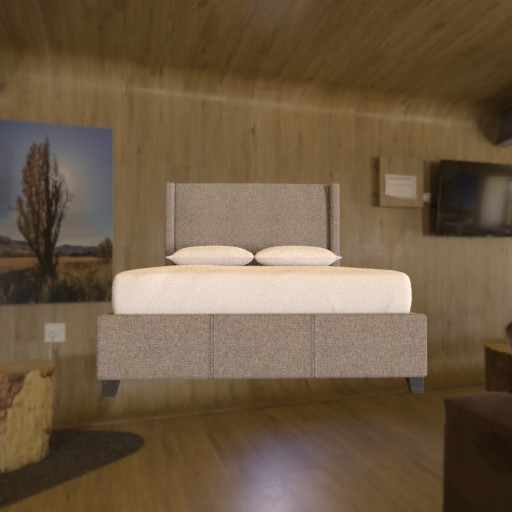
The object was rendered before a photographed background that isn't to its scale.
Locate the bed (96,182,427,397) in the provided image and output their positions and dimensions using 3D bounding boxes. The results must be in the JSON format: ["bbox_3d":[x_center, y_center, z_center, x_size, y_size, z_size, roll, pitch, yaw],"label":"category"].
[{"bbox_3d":[0.000,0.000,3.397,1.714,1.476,2.245,0,-1,-2],"label":"bed"}]
